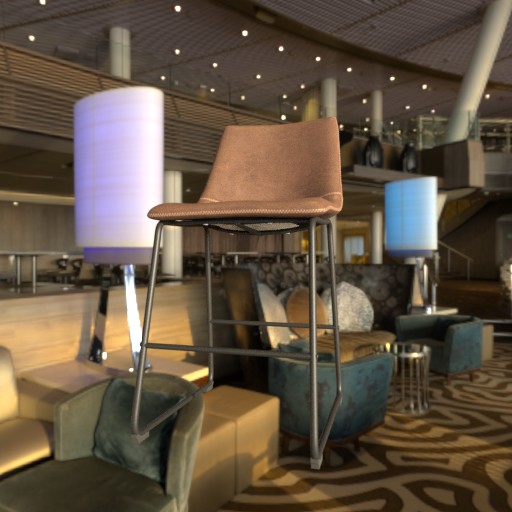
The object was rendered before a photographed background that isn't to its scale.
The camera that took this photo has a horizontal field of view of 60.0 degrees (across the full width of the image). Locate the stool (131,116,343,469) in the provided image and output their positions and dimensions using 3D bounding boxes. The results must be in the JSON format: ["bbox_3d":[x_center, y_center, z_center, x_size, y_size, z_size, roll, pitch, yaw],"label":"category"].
[{"bbox_3d":[0.000,0.000,1.239,0.460,0.890,0.550,0,0,17],"label":"stool"}]
